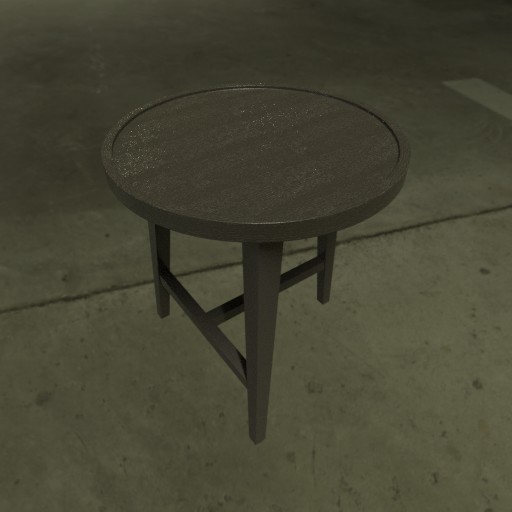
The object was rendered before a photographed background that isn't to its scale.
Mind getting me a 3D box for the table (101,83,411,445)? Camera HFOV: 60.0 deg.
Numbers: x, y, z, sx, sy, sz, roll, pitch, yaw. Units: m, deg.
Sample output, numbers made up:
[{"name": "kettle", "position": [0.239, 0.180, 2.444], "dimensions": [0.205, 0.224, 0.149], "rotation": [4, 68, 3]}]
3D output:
[{"name": "table", "position": [0.000, 0.000, 0.912], "dimensions": [0.500, 0.531, 0.500], "rotation": [0, 40, 0]}]
